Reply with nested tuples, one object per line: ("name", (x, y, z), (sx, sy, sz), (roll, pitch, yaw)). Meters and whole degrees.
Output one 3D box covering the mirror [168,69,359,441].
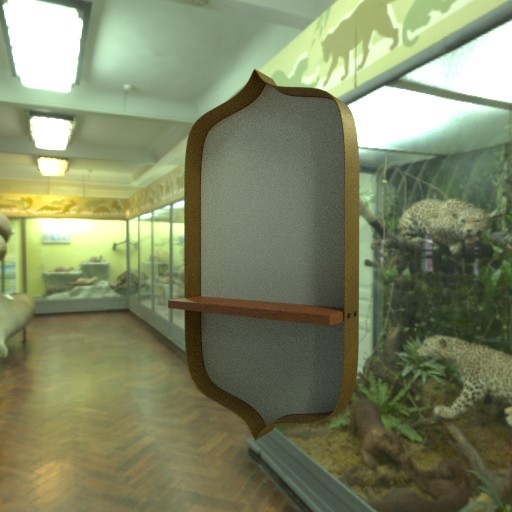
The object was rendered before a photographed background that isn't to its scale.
("mirror", (0.000, 0.000, 0.733), (0.323, 0.613, 0.096), (1, 1, 35))
